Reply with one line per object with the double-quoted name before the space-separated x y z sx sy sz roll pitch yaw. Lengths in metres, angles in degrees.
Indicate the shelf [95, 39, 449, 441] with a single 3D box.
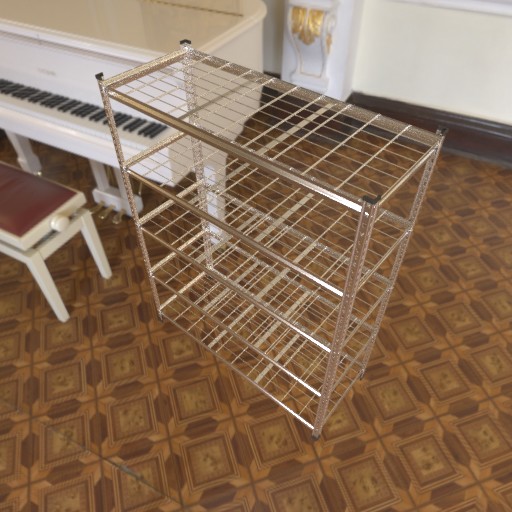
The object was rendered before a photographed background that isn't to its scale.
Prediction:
"shelf" 0.000 0.000 2.670 1.524 1.981 0.610 31 53 26
